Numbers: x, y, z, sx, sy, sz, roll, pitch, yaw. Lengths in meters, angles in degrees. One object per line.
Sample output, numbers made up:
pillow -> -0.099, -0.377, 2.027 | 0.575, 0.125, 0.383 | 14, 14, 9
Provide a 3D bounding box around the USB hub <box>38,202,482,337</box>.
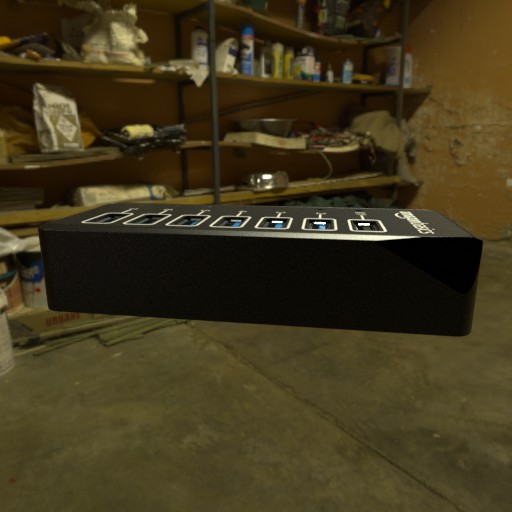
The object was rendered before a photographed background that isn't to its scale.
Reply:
USB hub -> 0.000, 0.000, 0.128 | 0.110, 0.023, 0.044 | 2, 15, 9
